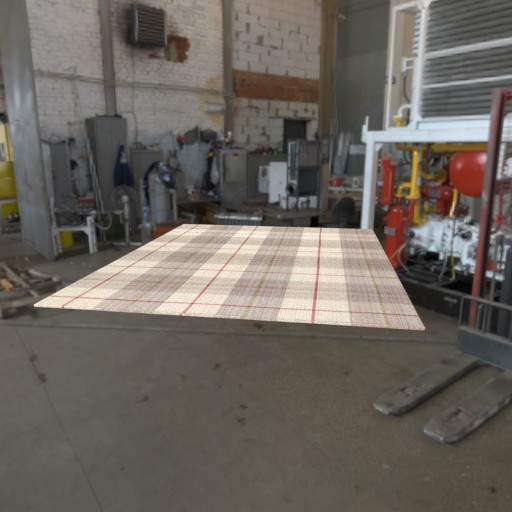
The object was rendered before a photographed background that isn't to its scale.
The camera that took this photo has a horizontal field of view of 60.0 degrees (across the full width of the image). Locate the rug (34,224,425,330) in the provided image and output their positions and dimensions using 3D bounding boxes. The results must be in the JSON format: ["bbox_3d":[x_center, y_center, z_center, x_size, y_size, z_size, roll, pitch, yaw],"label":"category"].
[{"bbox_3d":[0.000,0.000,3.988,2.317,0.016,2.959,2,14,9],"label":"rug"}]
